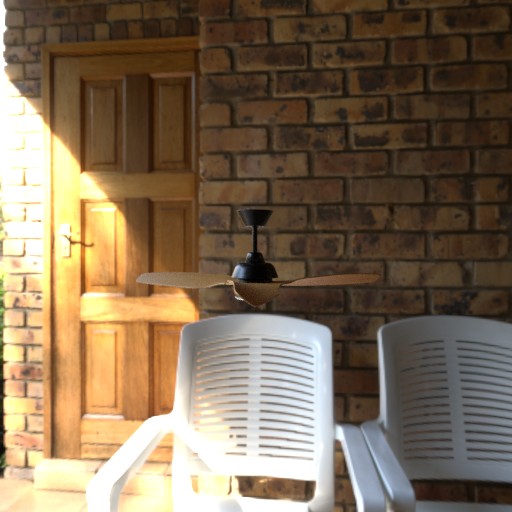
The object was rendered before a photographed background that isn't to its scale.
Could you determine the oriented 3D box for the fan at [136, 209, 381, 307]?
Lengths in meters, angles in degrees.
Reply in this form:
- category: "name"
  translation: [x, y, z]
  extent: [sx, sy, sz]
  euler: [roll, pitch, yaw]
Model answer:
- category: "fan"
  translation: [0.000, 0.000, 1.612]
  extent: [1.142, 0.355, 1.010]
  euler: [0, 0, 1]
